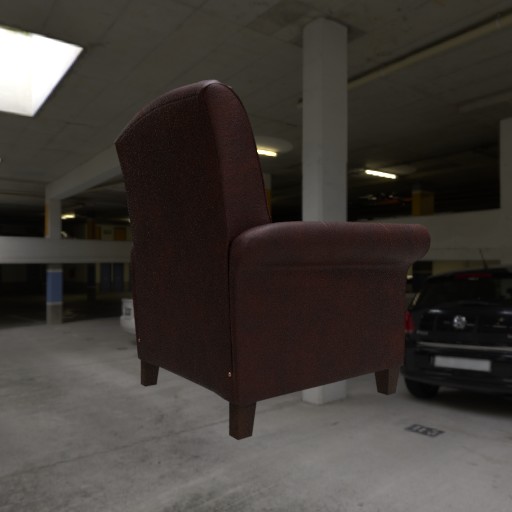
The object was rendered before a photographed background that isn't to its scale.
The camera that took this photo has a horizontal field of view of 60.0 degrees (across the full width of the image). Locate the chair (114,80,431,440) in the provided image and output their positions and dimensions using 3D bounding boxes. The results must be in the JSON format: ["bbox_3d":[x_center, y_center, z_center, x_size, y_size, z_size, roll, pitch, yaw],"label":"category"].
[{"bbox_3d":[0.000,0.000,1.753,0.902,1.061,0.978,0,0,-37],"label":"chair"}]
